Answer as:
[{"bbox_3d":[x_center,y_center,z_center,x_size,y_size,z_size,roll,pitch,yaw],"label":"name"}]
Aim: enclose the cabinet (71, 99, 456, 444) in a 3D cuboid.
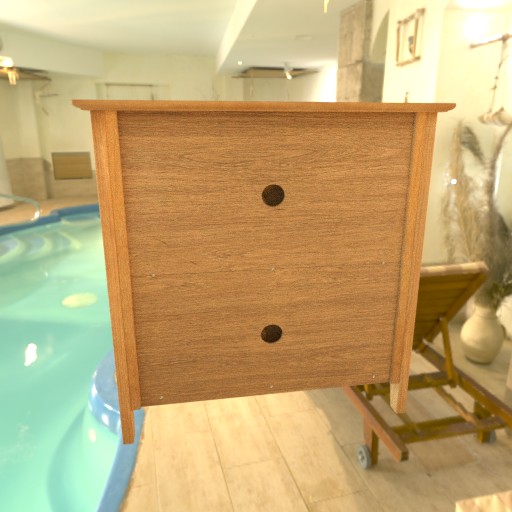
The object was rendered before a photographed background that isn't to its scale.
[{"bbox_3d":[0.000,0.000,1.194,0.763,0.762,0.503,-3,16,-9],"label":"cabinet"}]
